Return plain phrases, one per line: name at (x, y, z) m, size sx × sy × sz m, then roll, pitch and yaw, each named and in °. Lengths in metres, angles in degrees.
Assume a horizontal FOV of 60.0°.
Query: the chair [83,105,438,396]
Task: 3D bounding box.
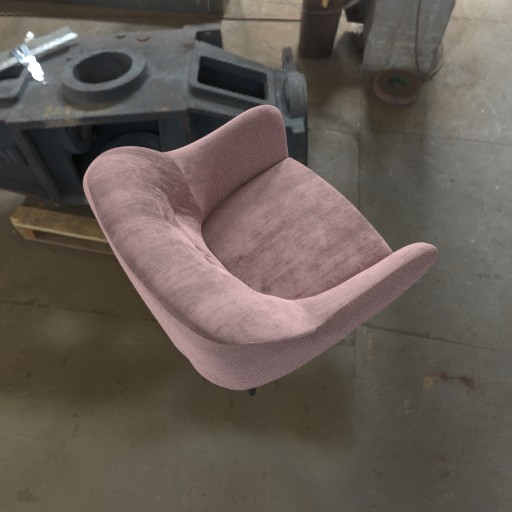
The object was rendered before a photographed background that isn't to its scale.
chair at (0.000, 0.000, 1.528) m, size 0.820 × 0.820 × 0.840 m, roll -33°, pitch 64°, yaw -18°
